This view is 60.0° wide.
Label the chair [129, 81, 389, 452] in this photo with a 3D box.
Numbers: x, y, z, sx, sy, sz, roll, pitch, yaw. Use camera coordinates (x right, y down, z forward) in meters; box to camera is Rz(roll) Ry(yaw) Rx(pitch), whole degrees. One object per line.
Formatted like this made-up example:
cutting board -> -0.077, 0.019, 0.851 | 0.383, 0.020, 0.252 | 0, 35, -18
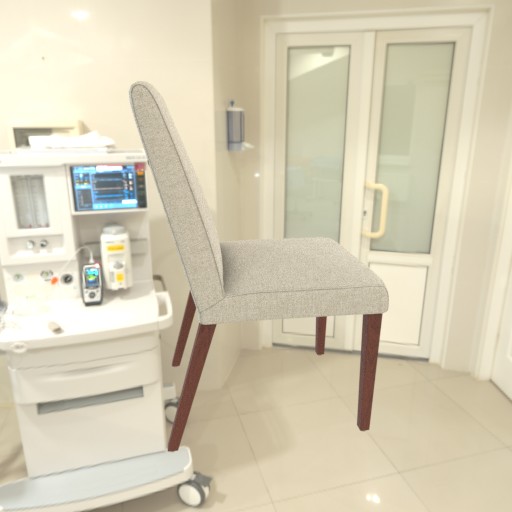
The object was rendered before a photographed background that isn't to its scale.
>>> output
chair -> 0.000, 0.000, 1.246 | 0.594, 0.900, 0.480 | -3, 17, -8
